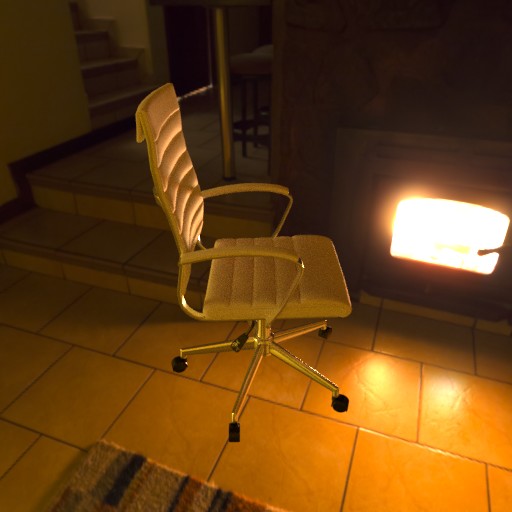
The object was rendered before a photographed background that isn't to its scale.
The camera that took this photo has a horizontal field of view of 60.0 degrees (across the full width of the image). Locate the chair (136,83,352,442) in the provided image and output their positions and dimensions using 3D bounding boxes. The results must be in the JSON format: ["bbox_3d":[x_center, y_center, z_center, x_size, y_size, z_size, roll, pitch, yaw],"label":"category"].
[{"bbox_3d":[0.000,0.000,1.653,0.739,1.149,0.766,0,30,0],"label":"chair"}]
